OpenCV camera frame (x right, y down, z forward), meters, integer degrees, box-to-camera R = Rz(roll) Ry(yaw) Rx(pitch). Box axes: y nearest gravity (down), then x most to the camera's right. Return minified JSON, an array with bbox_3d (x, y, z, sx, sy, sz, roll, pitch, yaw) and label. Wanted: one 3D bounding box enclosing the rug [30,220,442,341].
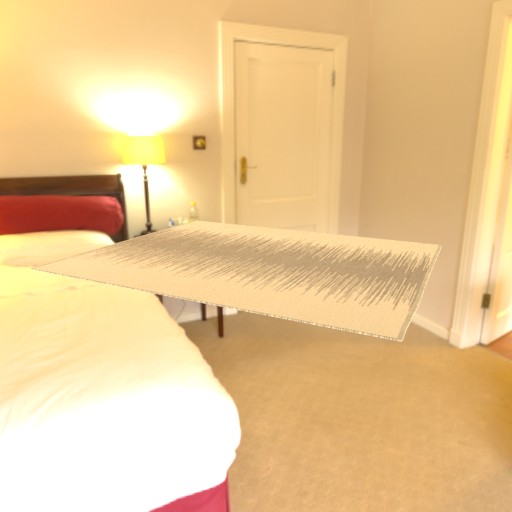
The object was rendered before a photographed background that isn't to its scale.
[{"bbox_3d":[0.000,0.000,4.129,3.037,0.010,2.453,8,17,26],"label":"rug"}]
